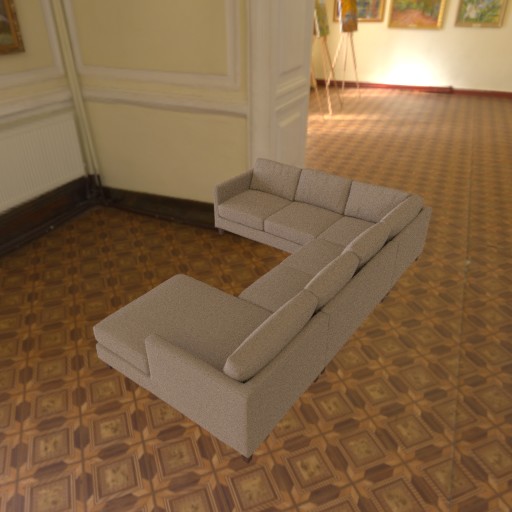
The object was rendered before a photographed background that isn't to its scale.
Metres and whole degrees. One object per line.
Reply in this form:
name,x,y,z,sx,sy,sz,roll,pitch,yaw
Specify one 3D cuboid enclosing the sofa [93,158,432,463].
sofa,0.000,0.000,4.551,2.424,0.865,3.438,21,37,31
